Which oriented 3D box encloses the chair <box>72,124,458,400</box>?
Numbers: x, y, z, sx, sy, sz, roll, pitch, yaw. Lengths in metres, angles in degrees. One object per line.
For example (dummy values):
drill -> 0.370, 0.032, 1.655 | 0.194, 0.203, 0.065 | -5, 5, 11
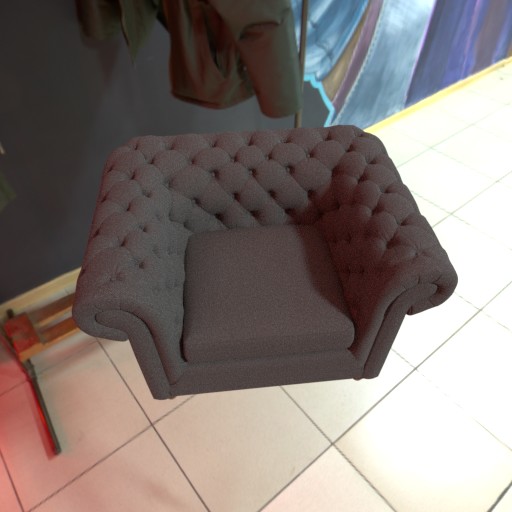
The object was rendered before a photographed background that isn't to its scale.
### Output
chair -> 0.000, 0.000, 1.933 | 1.270, 0.770, 0.976 | -4, 46, -4
